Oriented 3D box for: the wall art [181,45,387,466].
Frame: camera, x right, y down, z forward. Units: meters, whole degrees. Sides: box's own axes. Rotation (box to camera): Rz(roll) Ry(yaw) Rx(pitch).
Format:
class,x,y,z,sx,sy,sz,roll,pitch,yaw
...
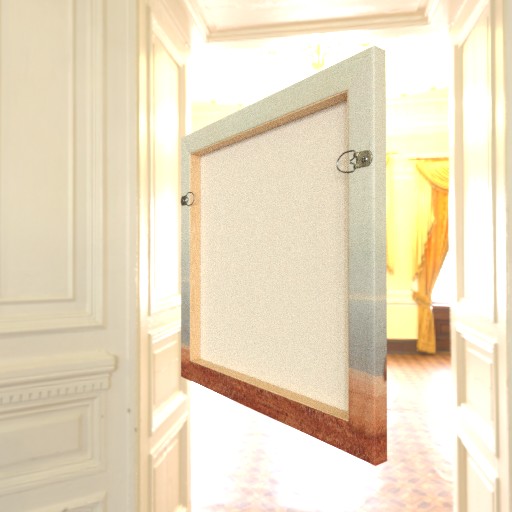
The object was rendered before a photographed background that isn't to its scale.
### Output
class,x,y,z,sx,sy,sz,roll,pitch,yaw
wall art,0.000,0.000,0.593,0.023,0.405,0.405,0,-1,-37
